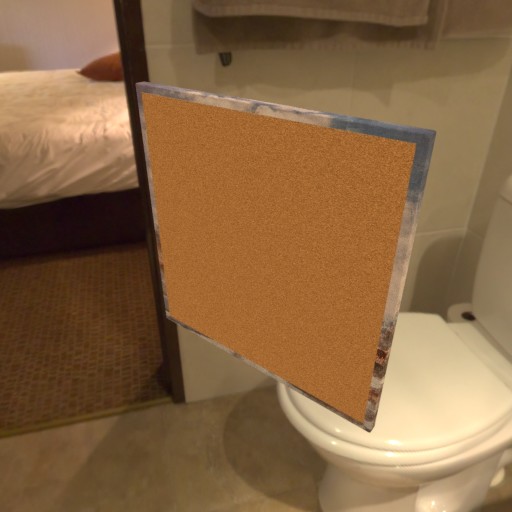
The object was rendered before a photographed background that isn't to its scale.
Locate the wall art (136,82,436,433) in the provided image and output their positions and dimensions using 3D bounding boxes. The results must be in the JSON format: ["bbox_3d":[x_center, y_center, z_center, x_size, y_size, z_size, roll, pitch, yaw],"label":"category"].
[{"bbox_3d":[0.000,0.000,1.337,0.888,0.897,0.035,22,37,32],"label":"wall art"}]
